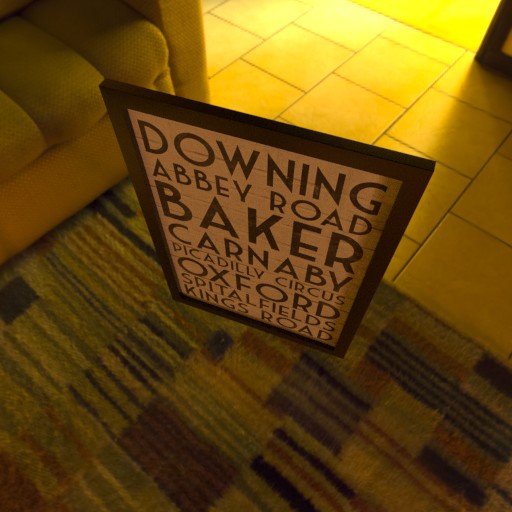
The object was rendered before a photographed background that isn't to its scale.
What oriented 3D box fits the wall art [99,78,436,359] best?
[{"bbox_3d":[0.000,0.000,0.563,0.304,0.432,0.013,17,59,11],"label":"wall art"}]
